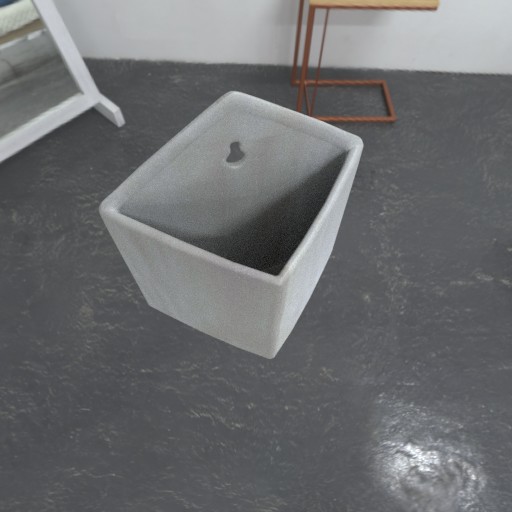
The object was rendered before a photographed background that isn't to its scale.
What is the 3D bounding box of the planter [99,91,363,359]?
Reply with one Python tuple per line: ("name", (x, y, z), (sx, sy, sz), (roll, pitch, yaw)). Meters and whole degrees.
("planter", (0.000, 0.000, 0.277), (0.163, 0.194, 0.080), (-16, 62, -9))
